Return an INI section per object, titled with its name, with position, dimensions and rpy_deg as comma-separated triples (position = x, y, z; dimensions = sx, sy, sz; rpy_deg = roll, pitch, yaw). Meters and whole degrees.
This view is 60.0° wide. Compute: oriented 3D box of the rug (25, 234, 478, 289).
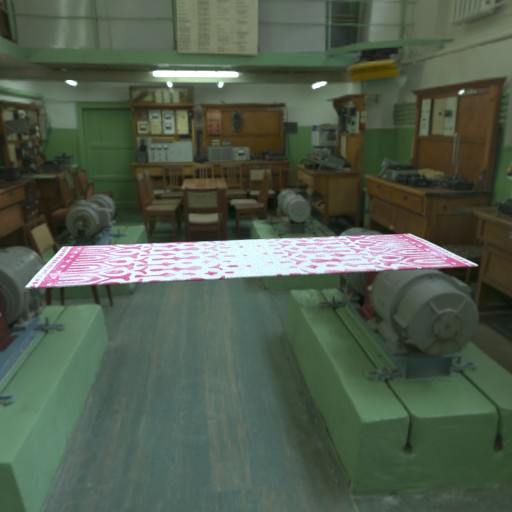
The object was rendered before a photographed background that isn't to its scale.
[rug]
position = 0.000, 0.000, 2.726
dimensions = 2.458, 0.011, 0.787
rpy_deg = -2, 17, -8
